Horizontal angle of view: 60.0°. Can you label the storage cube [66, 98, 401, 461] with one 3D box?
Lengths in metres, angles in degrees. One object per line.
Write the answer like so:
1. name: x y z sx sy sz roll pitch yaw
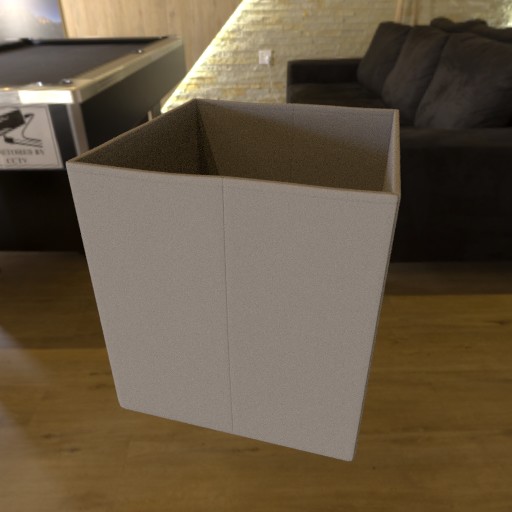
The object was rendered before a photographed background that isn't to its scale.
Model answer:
1. storage cube: 0.000 0.000 0.497 0.270 0.280 0.270 8 31 13
